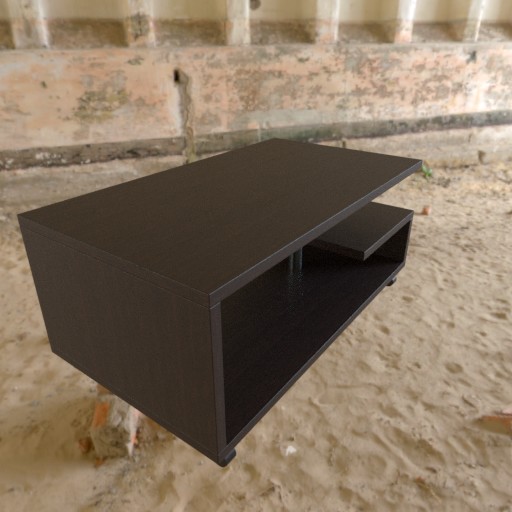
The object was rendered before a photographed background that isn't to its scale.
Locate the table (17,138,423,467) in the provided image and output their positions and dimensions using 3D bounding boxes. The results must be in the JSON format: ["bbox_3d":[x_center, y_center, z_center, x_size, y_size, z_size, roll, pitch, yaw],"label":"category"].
[{"bbox_3d":[0.000,0.000,1.339,0.590,0.460,1.050,18,32,32],"label":"table"}]
